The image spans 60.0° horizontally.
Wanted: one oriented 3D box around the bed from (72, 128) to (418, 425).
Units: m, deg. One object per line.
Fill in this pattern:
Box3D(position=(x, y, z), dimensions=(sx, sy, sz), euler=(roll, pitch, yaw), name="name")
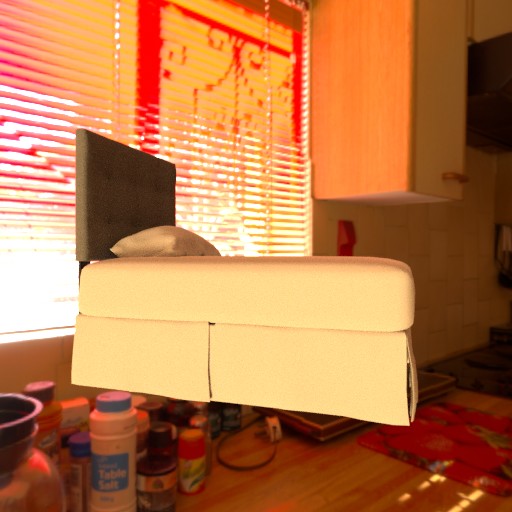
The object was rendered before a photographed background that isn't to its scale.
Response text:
Box3D(position=(0.000, 0.000, 2.926), dimensions=(1.997, 1.571, 1.261), euler=(0, 0, 19), name="bed")
